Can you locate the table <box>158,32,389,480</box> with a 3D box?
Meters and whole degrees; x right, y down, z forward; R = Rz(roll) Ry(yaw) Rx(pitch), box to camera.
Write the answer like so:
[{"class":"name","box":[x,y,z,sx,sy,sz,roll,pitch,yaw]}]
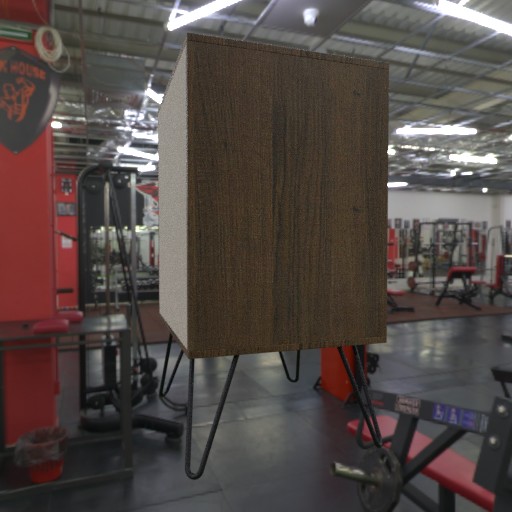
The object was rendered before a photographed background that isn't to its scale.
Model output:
[{"class":"table","box":[0.000,0.000,1.169,0.457,0.866,0.526,-1,2,-18]}]
